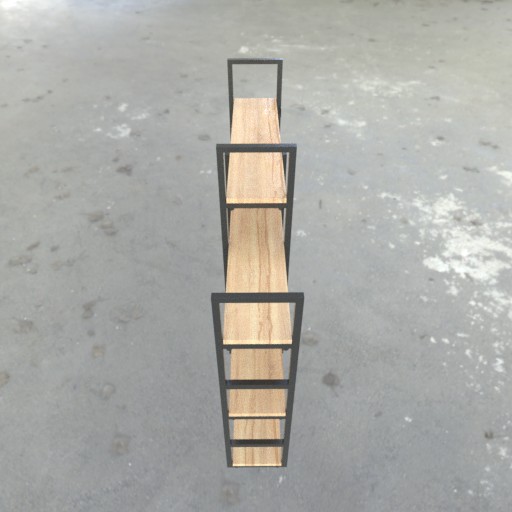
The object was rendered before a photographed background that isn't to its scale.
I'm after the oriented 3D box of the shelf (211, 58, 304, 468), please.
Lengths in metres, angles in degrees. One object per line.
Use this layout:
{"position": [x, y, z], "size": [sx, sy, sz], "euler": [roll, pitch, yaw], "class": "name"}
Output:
{"position": [0.000, 0.000, 1.418], "size": [0.183, 0.921, 0.946], "euler": [0, 41, 0], "class": "shelf"}
